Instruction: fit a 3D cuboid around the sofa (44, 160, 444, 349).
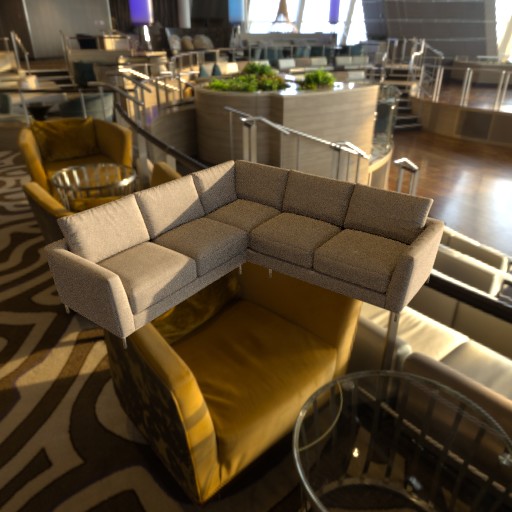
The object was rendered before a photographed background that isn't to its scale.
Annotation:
[{"bbox_3d":[0.000,0.000,3.780,2.438,0.864,2.438,19,33,32],"label":"sofa"}]
